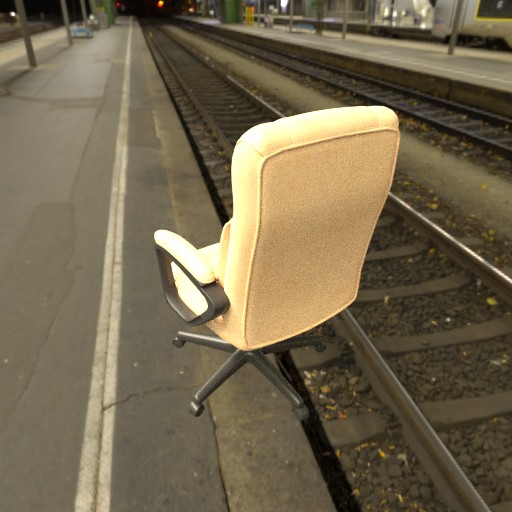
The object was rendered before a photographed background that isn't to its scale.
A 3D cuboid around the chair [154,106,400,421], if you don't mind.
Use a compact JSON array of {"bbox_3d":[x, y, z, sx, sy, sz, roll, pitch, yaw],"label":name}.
[{"bbox_3d":[0.000,0.000,1.576,0.667,1.105,0.724,-19,34,-30],"label":"chair"}]
